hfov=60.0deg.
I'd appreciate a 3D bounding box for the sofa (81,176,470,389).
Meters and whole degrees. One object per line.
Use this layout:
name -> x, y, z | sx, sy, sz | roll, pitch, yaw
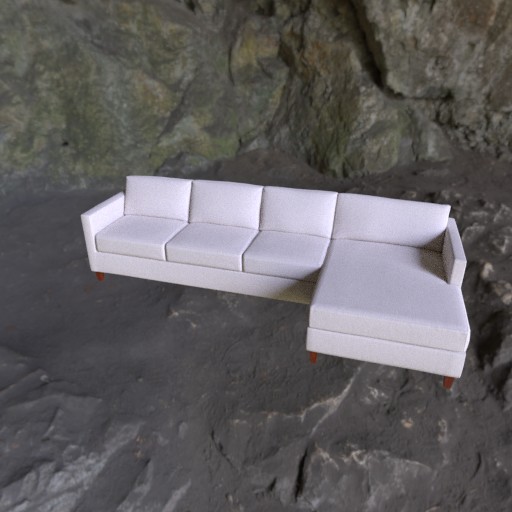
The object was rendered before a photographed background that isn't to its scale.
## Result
sofa -> 0.000, 0.000, 4.062 | 3.471, 0.954, 1.599 | 8, 28, 15
